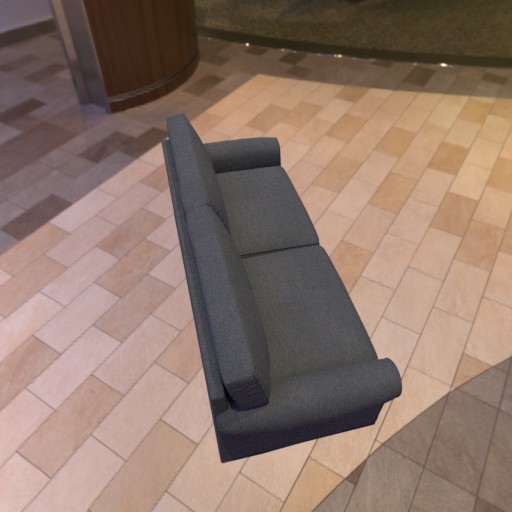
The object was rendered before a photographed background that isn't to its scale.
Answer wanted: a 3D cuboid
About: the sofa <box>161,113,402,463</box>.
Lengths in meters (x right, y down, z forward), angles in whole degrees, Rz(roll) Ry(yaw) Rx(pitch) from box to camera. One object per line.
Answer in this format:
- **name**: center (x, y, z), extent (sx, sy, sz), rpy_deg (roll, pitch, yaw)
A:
- **sofa**: center (0.000, 0.000, 2.960), extent (0.954, 1.026, 2.391), rpy_deg (-10, 47, -10)
